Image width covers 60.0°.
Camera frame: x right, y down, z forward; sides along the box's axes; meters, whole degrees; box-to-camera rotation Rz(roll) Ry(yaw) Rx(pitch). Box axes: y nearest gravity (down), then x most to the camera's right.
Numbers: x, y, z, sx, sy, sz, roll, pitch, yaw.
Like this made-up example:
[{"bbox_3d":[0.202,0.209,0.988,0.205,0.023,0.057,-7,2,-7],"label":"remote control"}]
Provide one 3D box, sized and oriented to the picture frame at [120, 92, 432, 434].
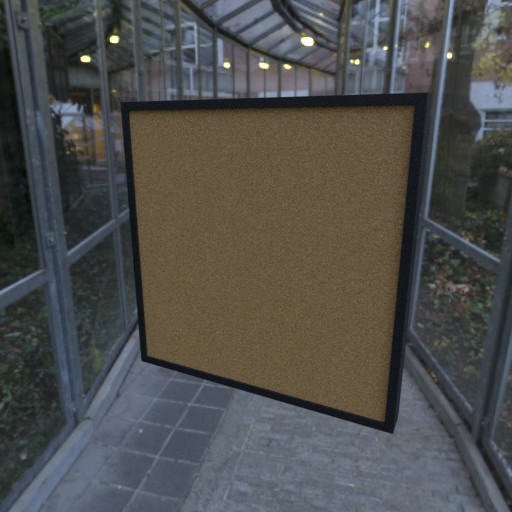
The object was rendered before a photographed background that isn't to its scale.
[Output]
[{"bbox_3d":[0.000,0.000,0.474,0.317,0.317,0.030,8,18,25],"label":"picture frame"}]
